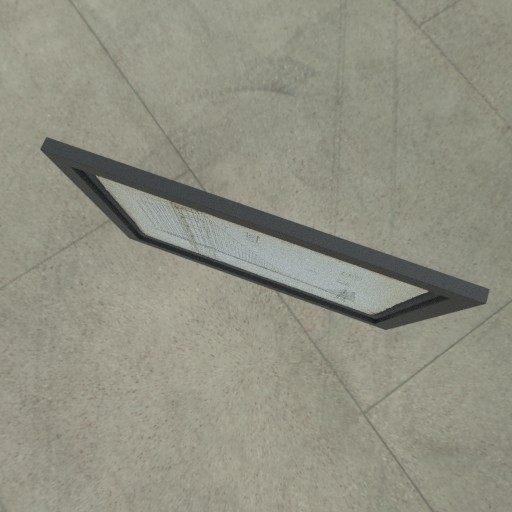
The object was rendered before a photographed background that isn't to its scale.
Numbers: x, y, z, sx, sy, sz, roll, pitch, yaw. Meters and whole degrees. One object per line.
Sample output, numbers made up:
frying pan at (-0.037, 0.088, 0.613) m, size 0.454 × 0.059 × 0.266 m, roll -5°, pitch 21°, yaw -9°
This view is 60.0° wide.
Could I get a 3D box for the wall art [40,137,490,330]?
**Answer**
wall art at (0.000, 0.000, 0.554) m, size 0.432 × 0.306 × 0.016 m, roll 19°, pitch 77°, yaw 5°
